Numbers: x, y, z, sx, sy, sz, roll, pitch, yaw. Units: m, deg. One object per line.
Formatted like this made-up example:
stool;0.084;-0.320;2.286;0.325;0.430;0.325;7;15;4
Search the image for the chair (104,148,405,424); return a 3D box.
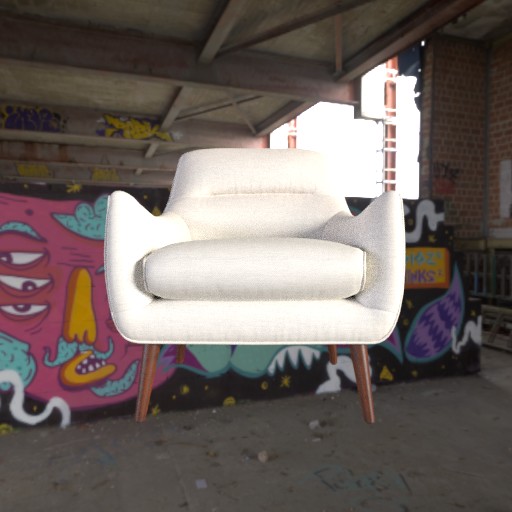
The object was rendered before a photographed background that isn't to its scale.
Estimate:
chair;0.000;0.000;1.451;0.762;0.838;0.787;0;1;1
